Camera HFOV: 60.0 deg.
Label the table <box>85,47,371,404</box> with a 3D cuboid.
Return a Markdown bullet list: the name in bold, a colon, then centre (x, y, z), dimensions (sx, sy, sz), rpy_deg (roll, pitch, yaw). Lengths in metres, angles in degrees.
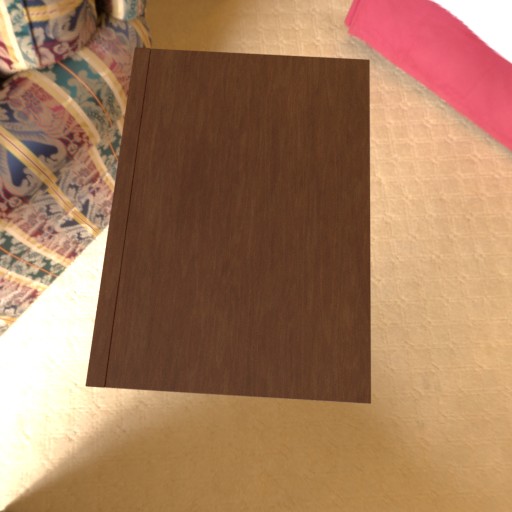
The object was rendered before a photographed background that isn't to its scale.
- **table**: centre (0.000, 0.000, 0.982), dimensions (0.449, 0.609, 0.557), rpy_deg (3, 76, 1)
